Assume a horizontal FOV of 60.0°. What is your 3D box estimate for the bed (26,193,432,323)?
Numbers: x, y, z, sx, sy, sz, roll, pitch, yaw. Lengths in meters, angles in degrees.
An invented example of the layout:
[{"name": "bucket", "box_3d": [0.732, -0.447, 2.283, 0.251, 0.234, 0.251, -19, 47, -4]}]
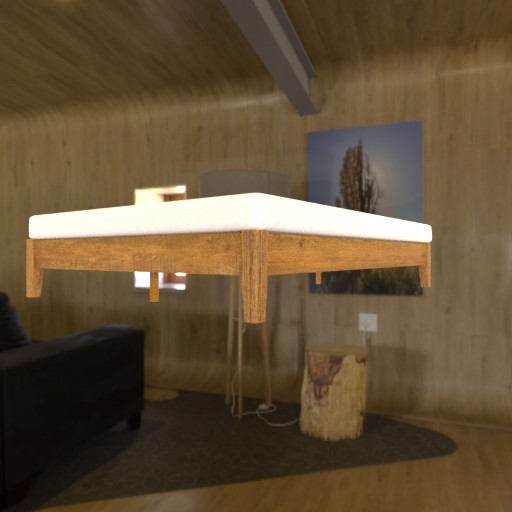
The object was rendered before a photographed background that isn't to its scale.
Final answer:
[{"name": "bed", "box_3d": [0.000, 0.000, 2.691, 1.536, 0.431, 2.016, 0, 0, 37]}]
